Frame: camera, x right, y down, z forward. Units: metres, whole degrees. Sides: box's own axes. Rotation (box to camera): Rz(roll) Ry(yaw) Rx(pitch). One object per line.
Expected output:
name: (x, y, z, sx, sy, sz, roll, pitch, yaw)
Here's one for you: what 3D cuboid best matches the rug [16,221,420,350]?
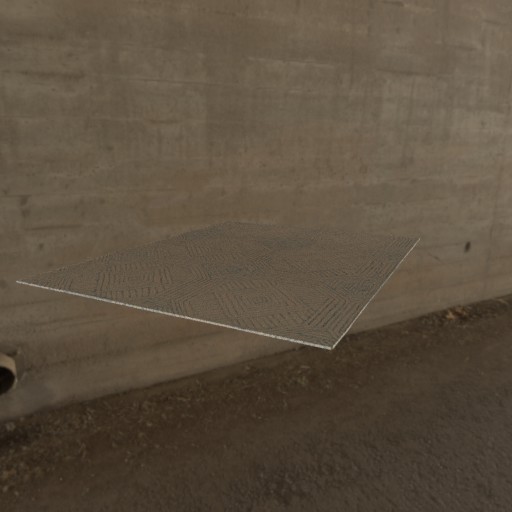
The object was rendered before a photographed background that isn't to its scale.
rug: (0.000, 0.000, 4.068, 2.457, 0.015, 3.049, 7, 16, 27)
